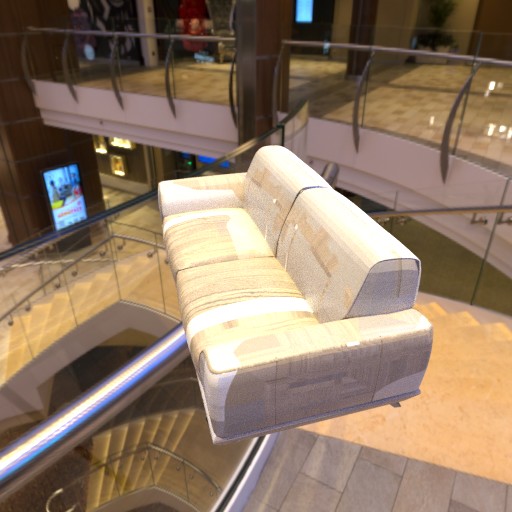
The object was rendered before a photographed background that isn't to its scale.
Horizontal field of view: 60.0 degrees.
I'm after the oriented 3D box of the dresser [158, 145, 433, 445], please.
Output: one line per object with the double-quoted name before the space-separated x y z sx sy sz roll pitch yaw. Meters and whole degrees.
"dresser" 0.000 0.000 5.950 2.251 1.863 4.679 -8 31 -14
